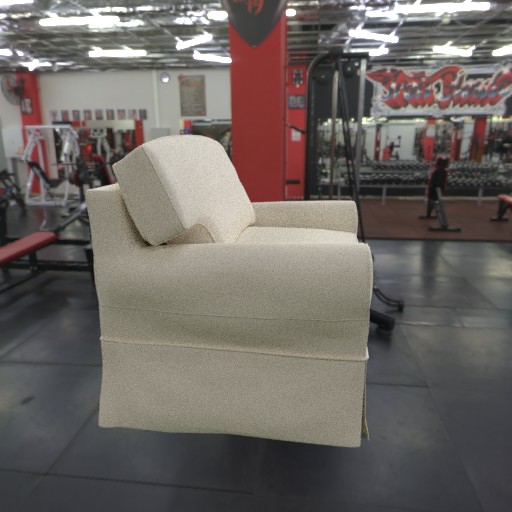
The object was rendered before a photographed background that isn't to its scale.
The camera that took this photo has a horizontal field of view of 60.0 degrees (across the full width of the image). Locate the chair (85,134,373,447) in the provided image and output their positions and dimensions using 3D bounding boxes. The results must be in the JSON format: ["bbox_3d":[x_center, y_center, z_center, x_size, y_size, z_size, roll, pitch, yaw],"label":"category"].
[{"bbox_3d":[0.000,0.000,1.815,0.904,0.958,1.099,3,15,9],"label":"chair"}]
